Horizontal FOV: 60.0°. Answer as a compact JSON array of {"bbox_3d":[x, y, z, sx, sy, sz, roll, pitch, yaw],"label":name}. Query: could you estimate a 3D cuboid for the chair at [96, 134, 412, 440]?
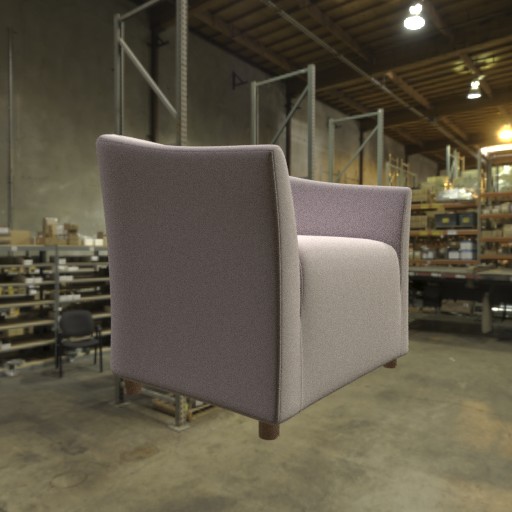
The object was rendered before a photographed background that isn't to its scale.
[{"bbox_3d":[0.000,0.000,1.341,0.700,0.720,0.790,1,1,38],"label":"chair"}]
